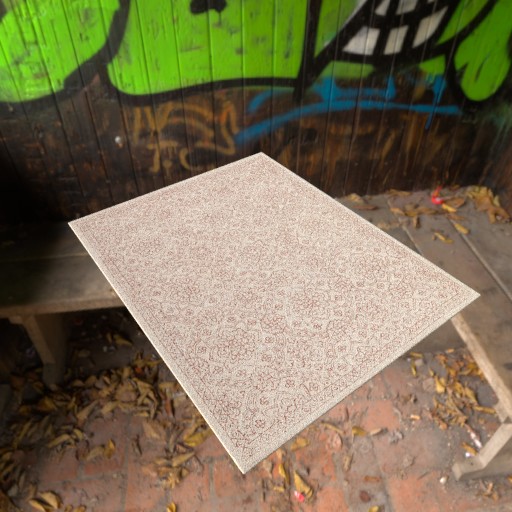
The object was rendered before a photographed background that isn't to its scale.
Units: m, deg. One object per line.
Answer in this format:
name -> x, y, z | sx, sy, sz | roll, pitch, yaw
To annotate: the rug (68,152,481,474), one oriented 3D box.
rug -> 0.000, 0.000, 4.082 | 2.441, 0.015, 3.050 | -26, 48, -26
